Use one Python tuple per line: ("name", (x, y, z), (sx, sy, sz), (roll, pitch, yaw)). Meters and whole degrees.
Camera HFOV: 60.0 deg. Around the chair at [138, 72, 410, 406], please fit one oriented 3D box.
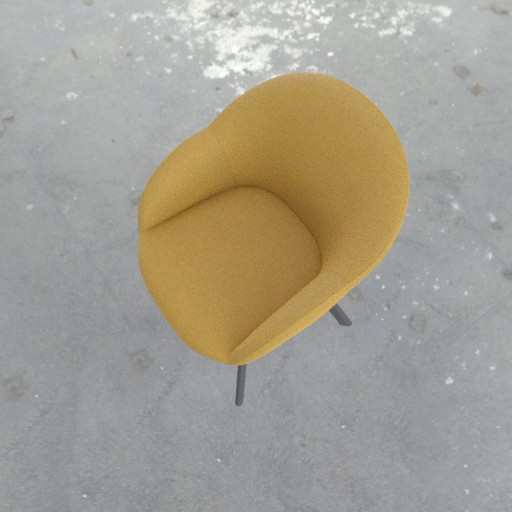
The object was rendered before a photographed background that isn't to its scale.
("chair", (0.000, 0.000, 1.203), (0.583, 0.793, 0.551), (-32, 66, -16))
